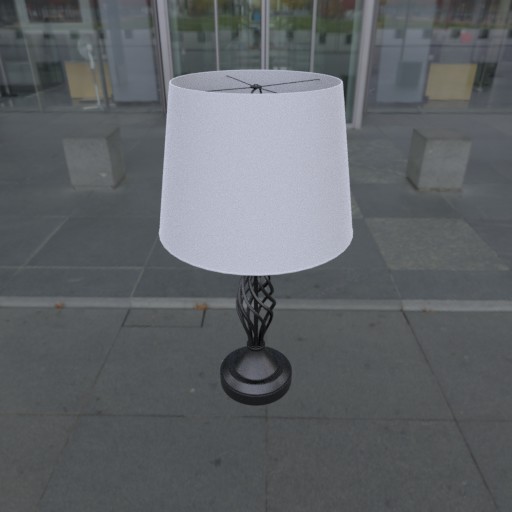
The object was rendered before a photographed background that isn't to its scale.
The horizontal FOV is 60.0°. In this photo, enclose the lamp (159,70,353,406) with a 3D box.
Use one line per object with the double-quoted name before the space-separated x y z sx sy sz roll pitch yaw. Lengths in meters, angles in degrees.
"lamp" 0.000 0.000 0.797 0.331 0.594 0.331 0 29 0
